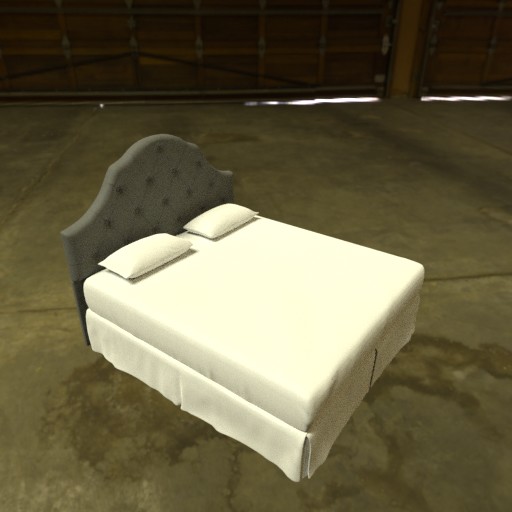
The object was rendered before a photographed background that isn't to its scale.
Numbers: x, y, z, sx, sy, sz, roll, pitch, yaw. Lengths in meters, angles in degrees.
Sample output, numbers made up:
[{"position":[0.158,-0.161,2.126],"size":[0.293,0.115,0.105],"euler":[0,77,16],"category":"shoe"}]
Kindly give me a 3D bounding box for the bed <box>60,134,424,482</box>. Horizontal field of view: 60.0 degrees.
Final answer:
[{"position":[0.000,0.000,3.544],"size":[2.214,1.615,2.008],"euler":[19,33,32],"category":"bed"}]
